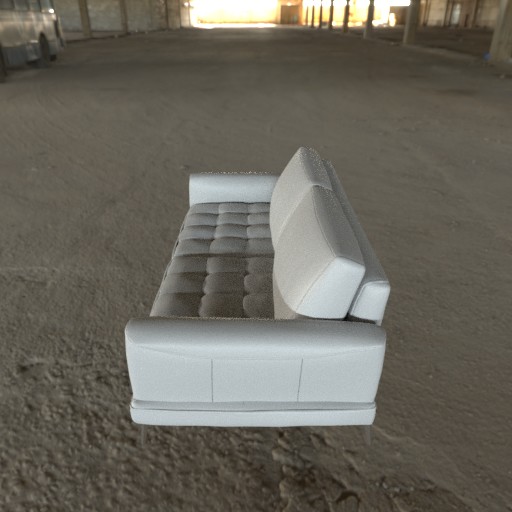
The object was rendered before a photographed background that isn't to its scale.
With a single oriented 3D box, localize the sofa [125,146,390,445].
[{"bbox_3d":[0.000,0.000,2.733,1.121,0.930,2.177,0,29,0],"label":"sofa"}]
